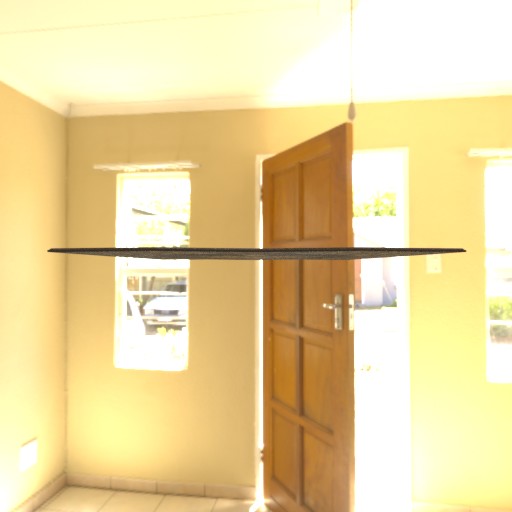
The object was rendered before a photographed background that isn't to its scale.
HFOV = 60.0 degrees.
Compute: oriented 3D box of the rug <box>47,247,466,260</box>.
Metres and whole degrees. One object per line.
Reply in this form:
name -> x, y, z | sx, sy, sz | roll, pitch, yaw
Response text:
rug -> 0.000, 0.000, 4.656 | 2.716, 0.035, 3.612 | 0, -1, 0
